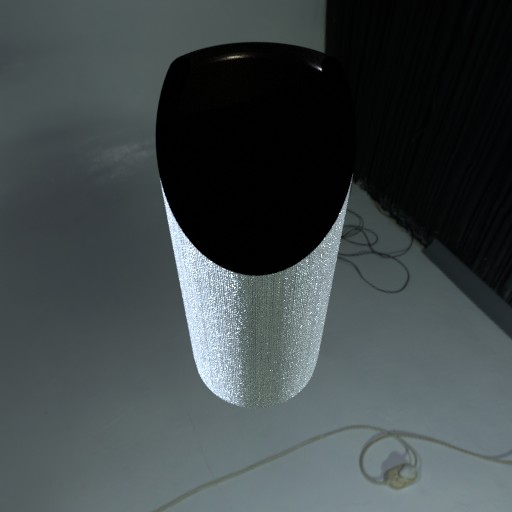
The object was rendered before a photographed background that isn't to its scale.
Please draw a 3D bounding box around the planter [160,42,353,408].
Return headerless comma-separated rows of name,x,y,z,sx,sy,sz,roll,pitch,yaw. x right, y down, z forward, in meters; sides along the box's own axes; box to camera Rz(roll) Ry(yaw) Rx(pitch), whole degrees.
planter,0.000,0.000,0.128,0.045,0.103,0.045,-23,51,-21
